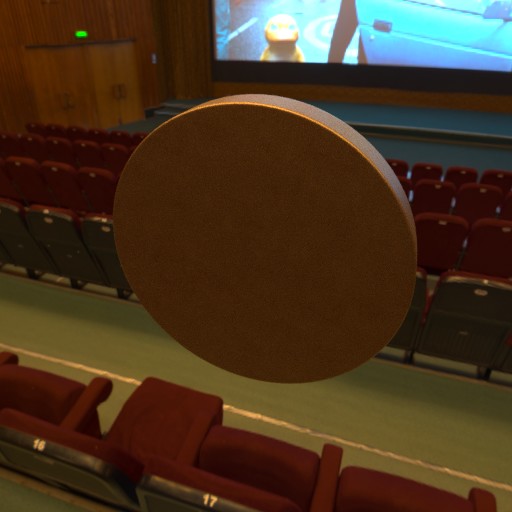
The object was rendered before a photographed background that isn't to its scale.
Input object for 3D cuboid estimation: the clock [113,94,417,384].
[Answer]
[{"bbox_3d":[0.000,0.000,0.459,0.314,0.314,0.040,9,31,16],"label":"clock"}]
